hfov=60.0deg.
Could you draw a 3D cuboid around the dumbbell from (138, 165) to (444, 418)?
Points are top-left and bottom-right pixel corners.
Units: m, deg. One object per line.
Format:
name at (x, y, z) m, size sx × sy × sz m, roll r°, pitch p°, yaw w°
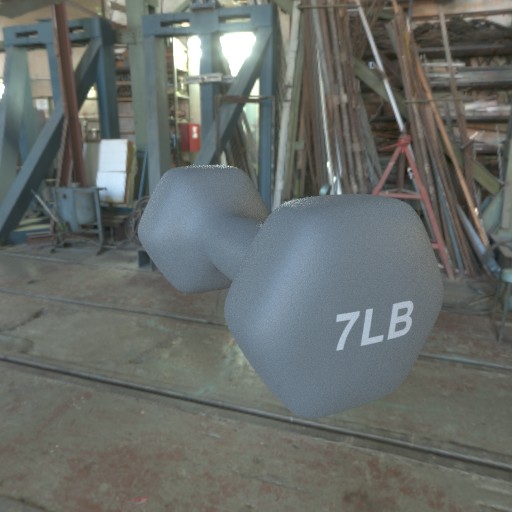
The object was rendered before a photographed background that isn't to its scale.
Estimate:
dumbbell at (0.000, 0.000, 0.229) m, size 0.090 × 0.081 × 0.184 m, roll -8°, pitch 18°, yaw -25°
